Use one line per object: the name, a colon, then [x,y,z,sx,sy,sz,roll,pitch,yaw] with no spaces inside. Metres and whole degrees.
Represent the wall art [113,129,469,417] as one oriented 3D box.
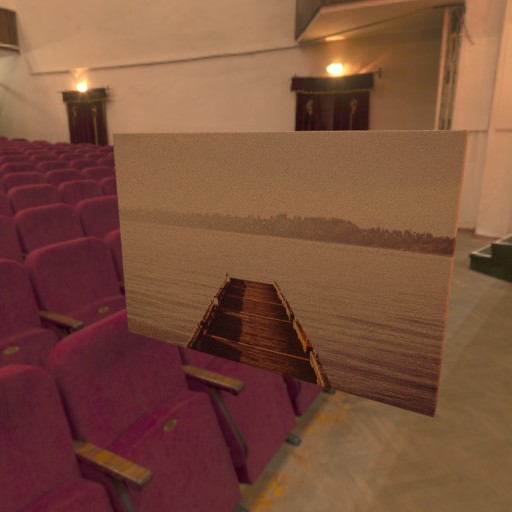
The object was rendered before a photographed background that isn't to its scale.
wall art: [0.000,0.000,0.757,0.615,0.410,0.021,8,17,28]
